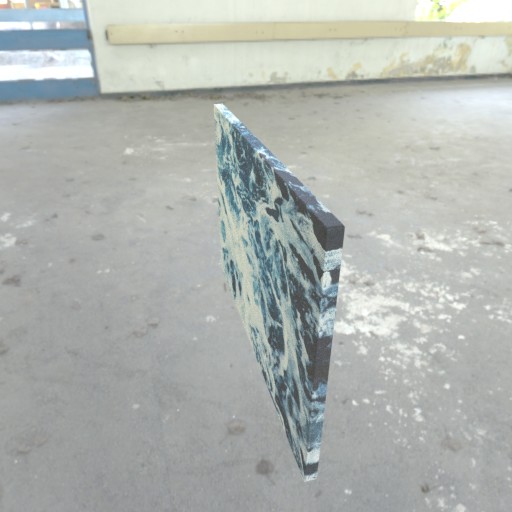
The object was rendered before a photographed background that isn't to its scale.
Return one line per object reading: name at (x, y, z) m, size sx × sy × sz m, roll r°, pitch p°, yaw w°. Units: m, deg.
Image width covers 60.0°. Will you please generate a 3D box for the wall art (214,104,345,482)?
wall art at (0.000, 0.000, 1.974) m, size 0.055 × 1.017 × 1.524 m, roll -8°, pitch 31°, yaw -13°
